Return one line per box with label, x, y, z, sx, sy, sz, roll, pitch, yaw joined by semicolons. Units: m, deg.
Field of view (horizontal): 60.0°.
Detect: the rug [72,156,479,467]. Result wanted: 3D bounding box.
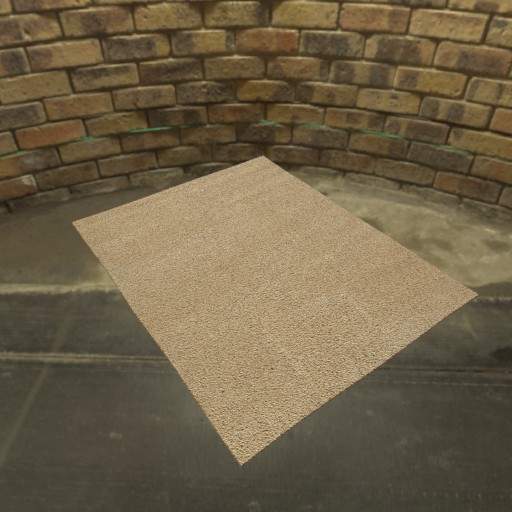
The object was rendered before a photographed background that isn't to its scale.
rug;0.000;0.000;4.072;2.400;0.025;3.000;-25;46;-27
